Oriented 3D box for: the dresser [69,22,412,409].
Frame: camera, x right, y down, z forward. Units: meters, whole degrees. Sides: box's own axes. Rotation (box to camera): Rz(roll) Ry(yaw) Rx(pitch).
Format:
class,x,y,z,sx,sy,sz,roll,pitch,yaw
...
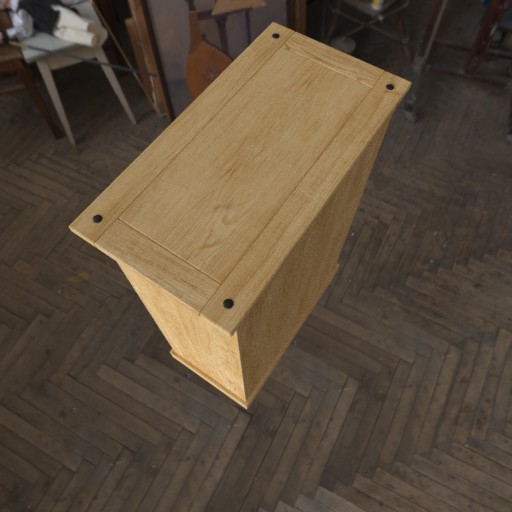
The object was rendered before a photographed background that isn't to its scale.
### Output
class,x,y,z,sx,sy,sz,roll,pitch,yaw
dresser,0.000,0.000,1.763,0.485,1.300,0.915,31,67,15
